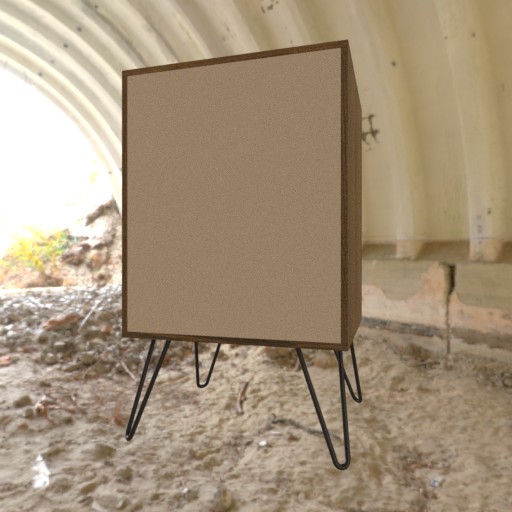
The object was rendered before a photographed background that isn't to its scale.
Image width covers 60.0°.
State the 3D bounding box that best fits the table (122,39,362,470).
[{"bbox_3d":[0.000,0.000,1.175,0.526,0.866,0.457,0,0,17],"label":"table"}]
